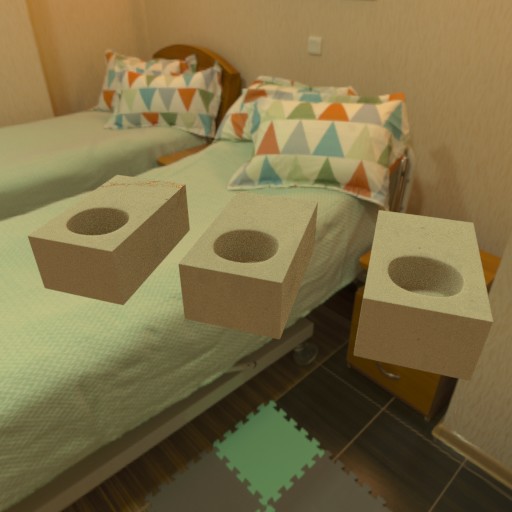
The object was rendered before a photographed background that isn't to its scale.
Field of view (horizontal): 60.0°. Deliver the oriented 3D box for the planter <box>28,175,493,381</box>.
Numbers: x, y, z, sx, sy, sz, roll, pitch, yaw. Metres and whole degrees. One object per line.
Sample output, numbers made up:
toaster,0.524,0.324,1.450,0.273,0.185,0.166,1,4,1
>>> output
planter,0.000,0.000,0.367,0.333,0.051,0.127,10,34,15
